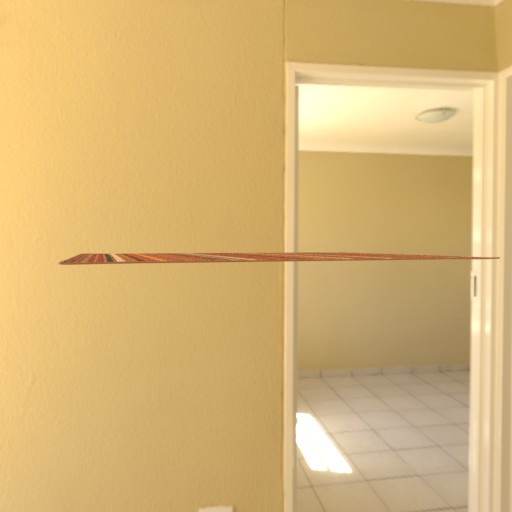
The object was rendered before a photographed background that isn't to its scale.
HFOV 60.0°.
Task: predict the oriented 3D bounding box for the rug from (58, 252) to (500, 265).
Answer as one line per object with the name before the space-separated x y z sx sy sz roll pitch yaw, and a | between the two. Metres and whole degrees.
rug | 0.000 0.000 4.023 3.092 0.023 2.479 0 1 -19
